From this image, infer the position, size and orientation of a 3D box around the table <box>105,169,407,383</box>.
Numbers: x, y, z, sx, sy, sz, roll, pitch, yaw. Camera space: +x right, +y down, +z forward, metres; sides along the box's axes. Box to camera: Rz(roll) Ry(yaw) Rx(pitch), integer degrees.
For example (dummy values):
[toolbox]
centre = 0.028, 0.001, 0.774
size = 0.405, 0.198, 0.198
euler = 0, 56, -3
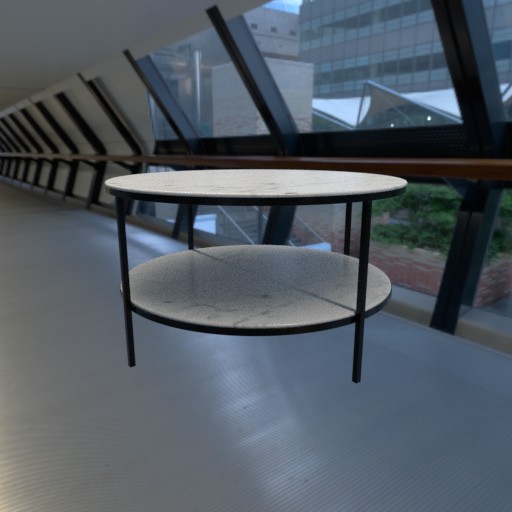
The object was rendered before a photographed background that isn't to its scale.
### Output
[table]
centre = 0.000, 0.000, 1.288
size = 0.800, 0.450, 0.800
euler = 0, 14, 0
